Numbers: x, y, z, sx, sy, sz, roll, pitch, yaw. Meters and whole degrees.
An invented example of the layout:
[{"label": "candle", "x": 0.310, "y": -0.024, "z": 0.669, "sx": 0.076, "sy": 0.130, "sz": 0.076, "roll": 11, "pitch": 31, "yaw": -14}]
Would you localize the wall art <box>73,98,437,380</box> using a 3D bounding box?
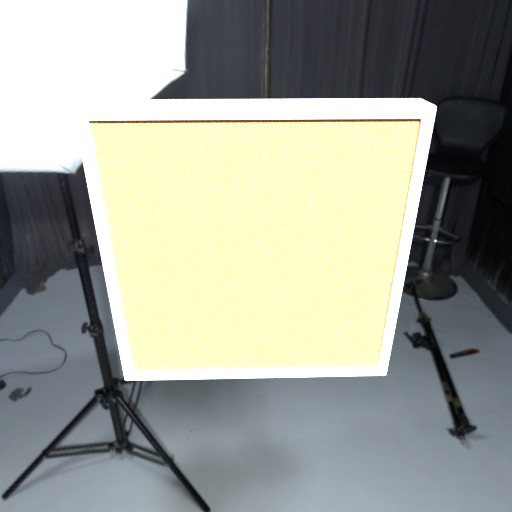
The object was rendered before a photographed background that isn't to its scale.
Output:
[{"label": "wall art", "x": 0.000, "y": 0.000, "z": 0.459, "sx": 0.305, "sy": 0.305, "sz": 0.038, "roll": -1, "pitch": 29, "yaw": -1}]
